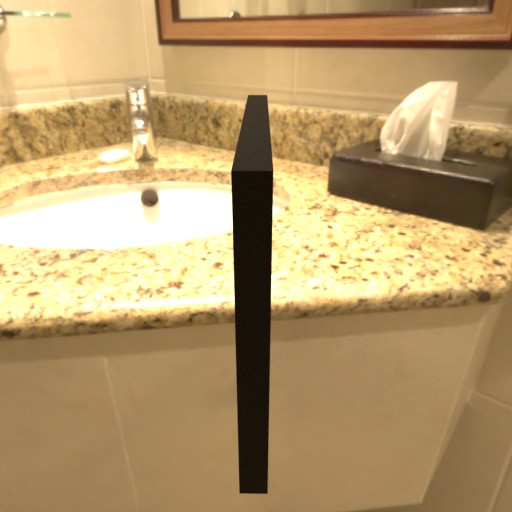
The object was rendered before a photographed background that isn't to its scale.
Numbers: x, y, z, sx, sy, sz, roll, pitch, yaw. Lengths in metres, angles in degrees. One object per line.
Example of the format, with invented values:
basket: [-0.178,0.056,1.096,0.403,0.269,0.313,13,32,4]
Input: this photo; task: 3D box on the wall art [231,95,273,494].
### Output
wall art: [0.000,0.000,0.541,0.028,0.325,0.397,0,27,1]
